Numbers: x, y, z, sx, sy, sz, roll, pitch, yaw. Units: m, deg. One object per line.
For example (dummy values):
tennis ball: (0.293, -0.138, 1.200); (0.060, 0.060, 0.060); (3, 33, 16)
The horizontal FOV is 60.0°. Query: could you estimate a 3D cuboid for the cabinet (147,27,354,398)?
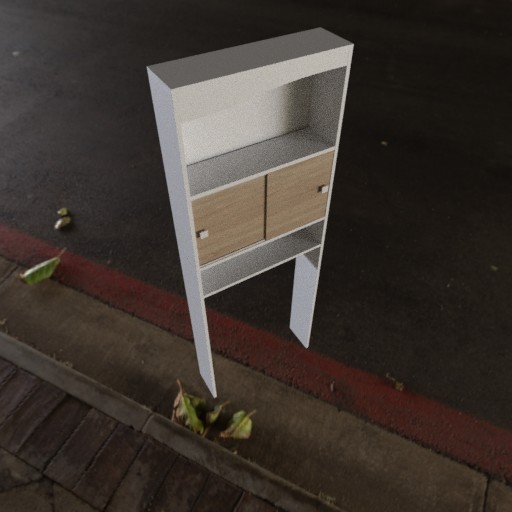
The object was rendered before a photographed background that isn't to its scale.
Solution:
cabinet: (0.000, 0.000, 2.003); (0.643, 1.770, 0.192); (-23, 50, -21)
